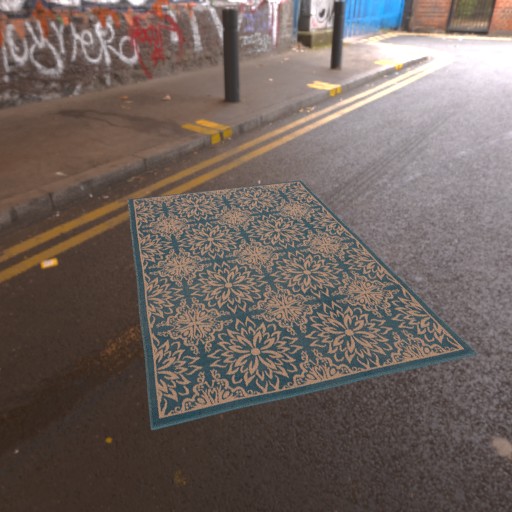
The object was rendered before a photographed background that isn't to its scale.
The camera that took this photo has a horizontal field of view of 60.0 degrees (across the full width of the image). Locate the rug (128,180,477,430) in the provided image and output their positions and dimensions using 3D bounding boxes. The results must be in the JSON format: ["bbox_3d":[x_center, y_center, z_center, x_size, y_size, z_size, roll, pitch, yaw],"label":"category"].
[{"bbox_3d":[0.000,0.000,2.279,1.211,0.012,1.833,-9,32,-14],"label":"rug"}]
